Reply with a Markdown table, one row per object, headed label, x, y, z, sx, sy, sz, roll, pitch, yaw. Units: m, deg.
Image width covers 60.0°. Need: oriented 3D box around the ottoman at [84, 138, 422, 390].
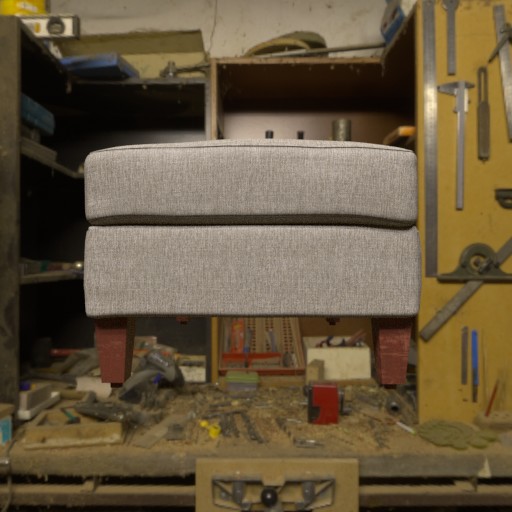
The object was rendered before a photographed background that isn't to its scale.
| label | x | y | z | sx | sy | sz | roll | pitch | yaw |
| --- | --- | --- | --- | --- | --- | --- | --- | --- | --- |
| ottoman | 0.000 | 0.000 | 1.213 | 0.639 | 0.494 | 0.873 | 0 | 1 | 1 |
